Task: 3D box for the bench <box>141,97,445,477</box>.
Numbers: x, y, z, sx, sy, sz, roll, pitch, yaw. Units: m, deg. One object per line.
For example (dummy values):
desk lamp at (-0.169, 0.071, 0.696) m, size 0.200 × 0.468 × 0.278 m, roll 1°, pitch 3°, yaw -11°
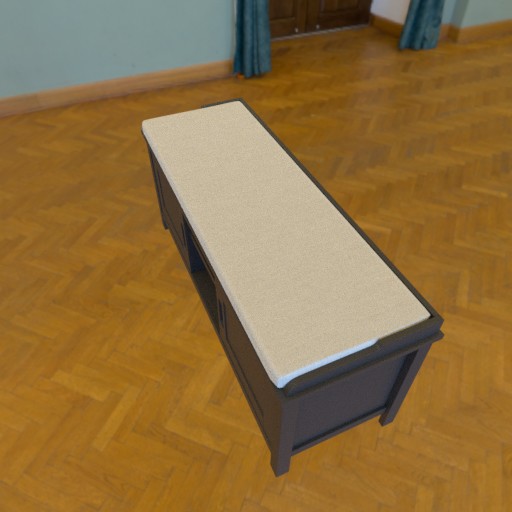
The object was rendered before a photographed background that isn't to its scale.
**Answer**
bench at (0.000, 0.000, 1.423) m, size 0.398 × 0.501 × 1.140 m, roll -18°, pitch 48°, yaw -17°
